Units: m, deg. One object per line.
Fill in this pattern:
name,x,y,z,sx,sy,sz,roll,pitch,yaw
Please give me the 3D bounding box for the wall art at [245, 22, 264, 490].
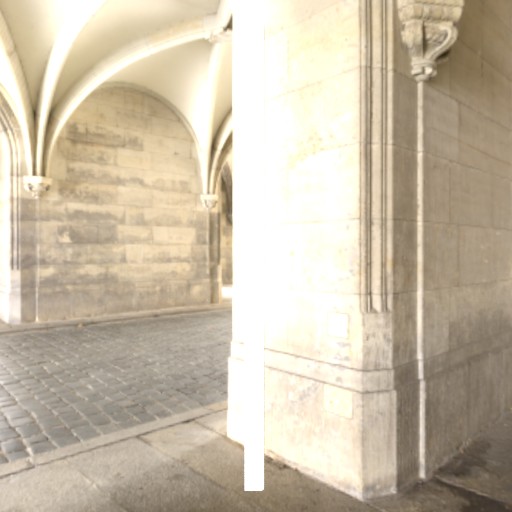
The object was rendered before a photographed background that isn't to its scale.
wall art,0.000,0.000,1.167,0.038,0.912,0.607,0,0,0
